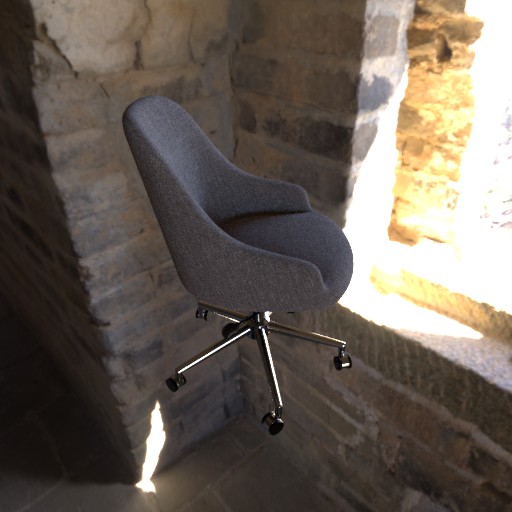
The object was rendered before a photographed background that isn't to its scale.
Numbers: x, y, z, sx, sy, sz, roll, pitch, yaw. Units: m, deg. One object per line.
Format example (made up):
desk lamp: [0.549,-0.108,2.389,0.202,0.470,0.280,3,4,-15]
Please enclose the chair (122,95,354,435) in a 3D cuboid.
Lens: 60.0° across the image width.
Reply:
chair: [0.000,0.000,1.444,0.712,0.950,0.671,1,32,1]
